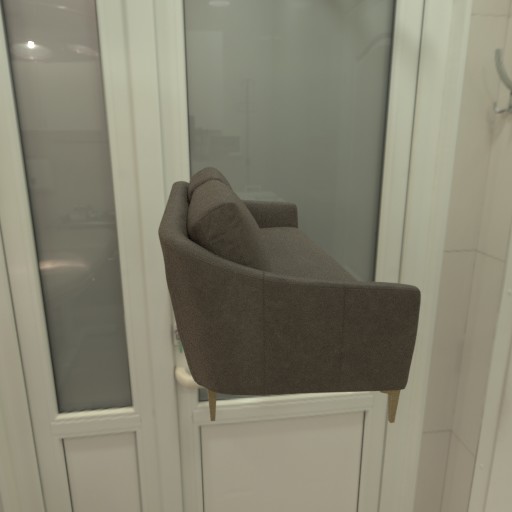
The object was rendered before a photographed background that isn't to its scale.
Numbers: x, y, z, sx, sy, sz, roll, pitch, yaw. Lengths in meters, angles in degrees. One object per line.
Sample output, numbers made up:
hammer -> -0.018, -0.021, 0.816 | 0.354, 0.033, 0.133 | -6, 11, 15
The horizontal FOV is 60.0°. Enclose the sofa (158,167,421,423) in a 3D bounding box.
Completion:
sofa -> 0.000, 0.000, 2.536 | 0.960, 0.902, 2.036 | -2, 16, -8
